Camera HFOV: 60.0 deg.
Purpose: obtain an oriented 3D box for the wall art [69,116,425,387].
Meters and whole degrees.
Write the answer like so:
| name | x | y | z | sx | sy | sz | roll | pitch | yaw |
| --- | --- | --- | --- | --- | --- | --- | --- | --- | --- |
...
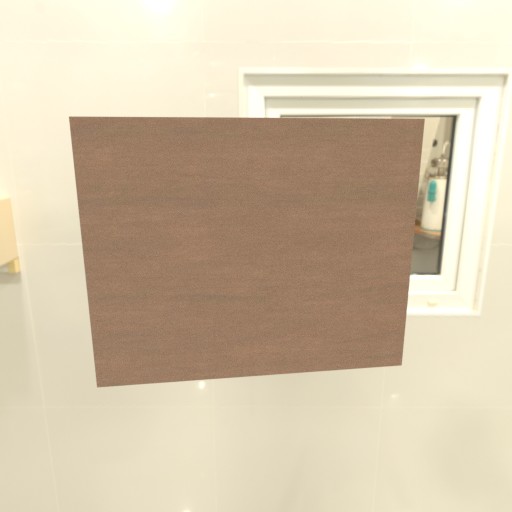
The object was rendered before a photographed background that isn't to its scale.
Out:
| name | x | y | z | sx | sy | sz | roll | pitch | yaw |
| --- | --- | --- | --- | --- | --- | --- | --- | --- | --- |
| wall art | 0.000 | 0.000 | 0.685 | 0.508 | 0.408 | 0.010 | -2 | 15 | -8 |
